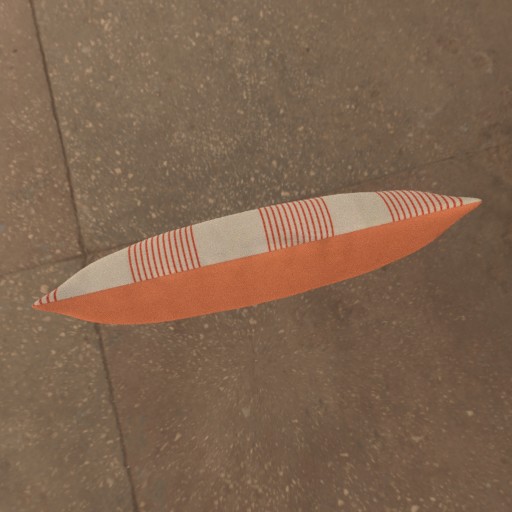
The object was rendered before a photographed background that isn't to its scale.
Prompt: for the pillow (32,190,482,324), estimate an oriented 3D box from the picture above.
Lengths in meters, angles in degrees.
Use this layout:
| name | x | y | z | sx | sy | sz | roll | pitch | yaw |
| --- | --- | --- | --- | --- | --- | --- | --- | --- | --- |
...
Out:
| name | x | y | z | sx | sy | sz | roll | pitch | yaw |
| --- | --- | --- | --- | --- | --- | --- | --- | --- | --- |
| pillow | 0.000 | 0.000 | 0.724 | 0.608 | 0.292 | 0.156 | -13 | 77 | -3 |
